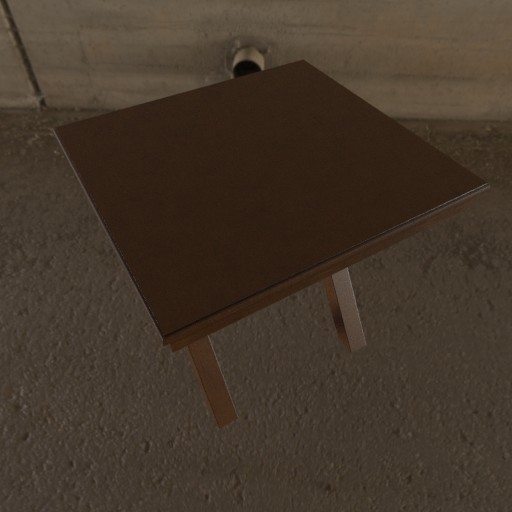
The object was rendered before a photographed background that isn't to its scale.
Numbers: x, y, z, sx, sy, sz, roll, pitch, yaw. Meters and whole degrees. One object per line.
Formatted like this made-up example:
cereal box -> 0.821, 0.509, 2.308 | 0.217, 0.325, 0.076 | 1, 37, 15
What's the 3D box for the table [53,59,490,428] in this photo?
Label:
table -> 0.000, 0.000, 1.022 | 0.602, 0.562, 0.560 | -24, 52, -20
